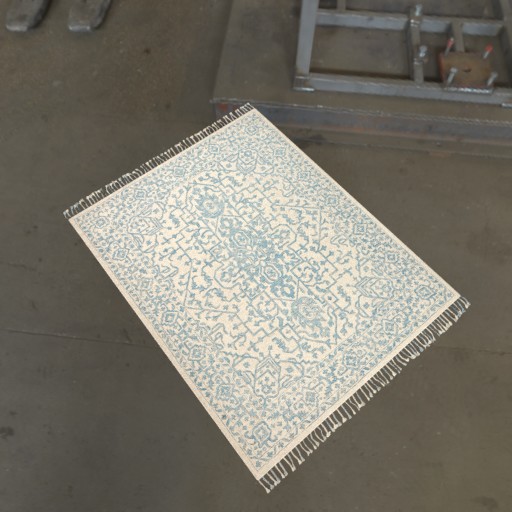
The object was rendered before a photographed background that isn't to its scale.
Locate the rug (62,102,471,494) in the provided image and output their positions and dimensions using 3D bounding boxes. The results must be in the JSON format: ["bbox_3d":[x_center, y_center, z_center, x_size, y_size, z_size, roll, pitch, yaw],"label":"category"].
[{"bbox_3d":[0.000,0.000,4.316,2.464,0.010,3.327,-36,68,-17],"label":"rug"}]
